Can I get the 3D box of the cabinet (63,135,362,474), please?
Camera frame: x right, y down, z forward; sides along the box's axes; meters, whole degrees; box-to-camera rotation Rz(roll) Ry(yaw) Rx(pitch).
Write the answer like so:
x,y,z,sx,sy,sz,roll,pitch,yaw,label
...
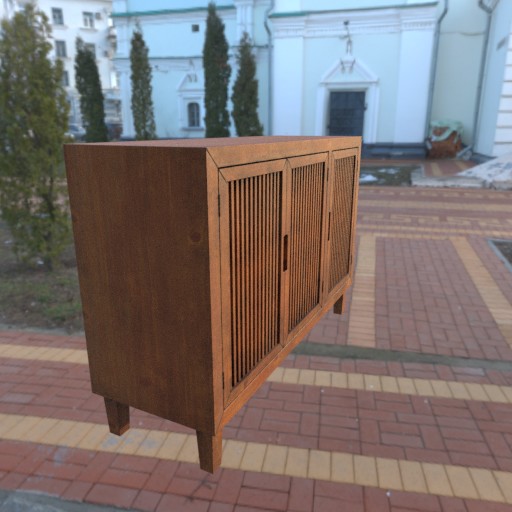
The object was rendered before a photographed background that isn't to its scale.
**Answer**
x,y,z,sx,sy,sz,roll,pitch,yaw,label
0.000,0.000,1.578,0.403,0.805,1.204,8,18,26,cabinet
